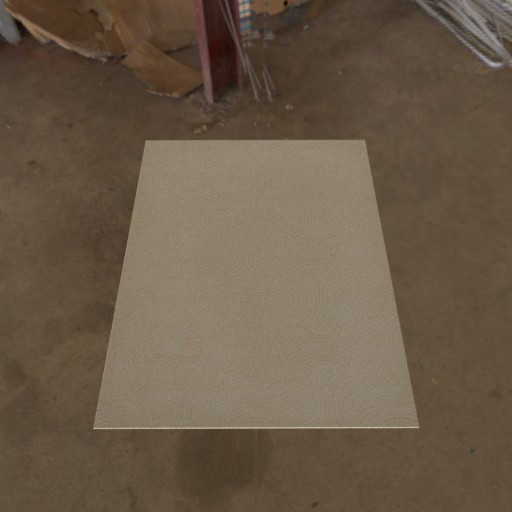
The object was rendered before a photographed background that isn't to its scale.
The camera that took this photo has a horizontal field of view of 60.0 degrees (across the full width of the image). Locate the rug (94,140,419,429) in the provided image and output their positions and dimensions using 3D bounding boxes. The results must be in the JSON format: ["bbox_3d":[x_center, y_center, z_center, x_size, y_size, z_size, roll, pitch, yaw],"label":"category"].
[{"bbox_3d":[0.000,0.000,3.501,2.073,0.011,2.584,0,58,0],"label":"rug"}]
